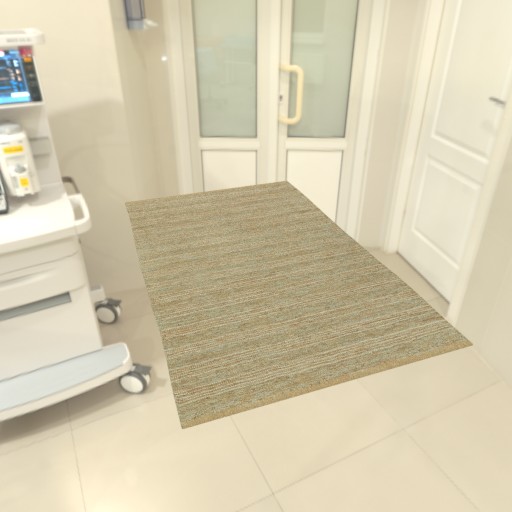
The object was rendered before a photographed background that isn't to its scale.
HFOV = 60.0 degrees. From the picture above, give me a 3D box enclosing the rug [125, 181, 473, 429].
[{"bbox_3d":[0.000,0.000,3.062,1.540,0.012,2.448,-10,32,-17],"label":"rug"}]
